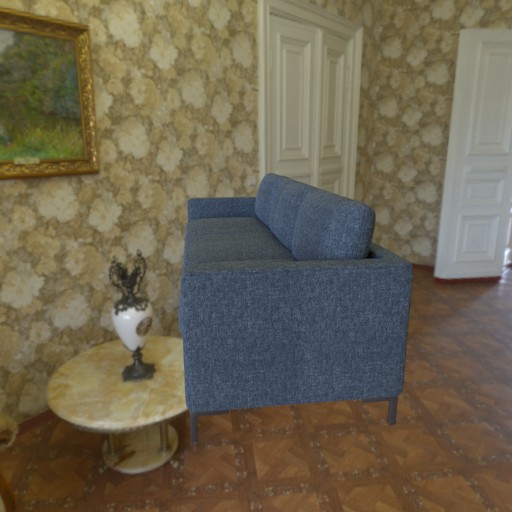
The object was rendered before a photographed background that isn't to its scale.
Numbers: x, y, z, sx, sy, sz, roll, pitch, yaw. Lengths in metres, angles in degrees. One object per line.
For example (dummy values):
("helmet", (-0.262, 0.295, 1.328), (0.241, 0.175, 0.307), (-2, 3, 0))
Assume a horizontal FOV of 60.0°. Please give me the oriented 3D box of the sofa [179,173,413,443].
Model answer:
("sofa", (0.000, 0.000, 2.649), (0.859, 0.874, 2.218), (-2, 14, -8))
